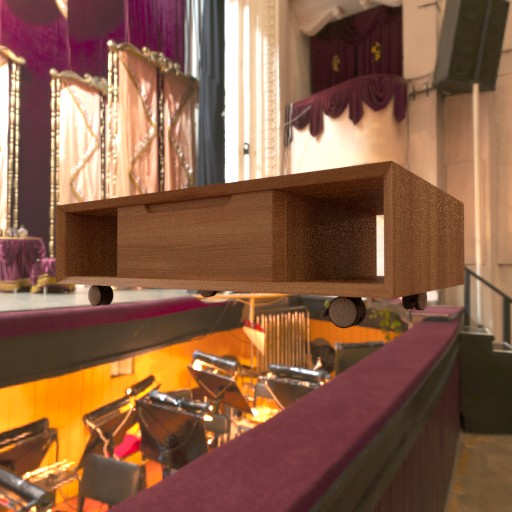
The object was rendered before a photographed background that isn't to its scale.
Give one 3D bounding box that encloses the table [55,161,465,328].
[{"bbox_3d":[0.000,0.000,1.413,1.100,0.330,0.700,-1,-1,35],"label":"table"}]
